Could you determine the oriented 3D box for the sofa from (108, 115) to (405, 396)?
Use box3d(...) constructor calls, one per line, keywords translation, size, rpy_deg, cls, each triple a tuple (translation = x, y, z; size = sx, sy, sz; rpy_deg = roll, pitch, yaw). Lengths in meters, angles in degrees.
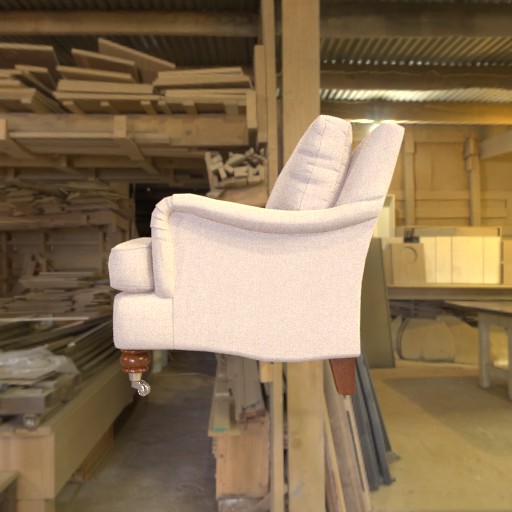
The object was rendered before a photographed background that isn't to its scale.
box3d(translation=(0.000, 0.000, 2.288), size=(1.087, 1.048, 1.508), rpy_deg=(0, -1, 1), cls="sofa")
